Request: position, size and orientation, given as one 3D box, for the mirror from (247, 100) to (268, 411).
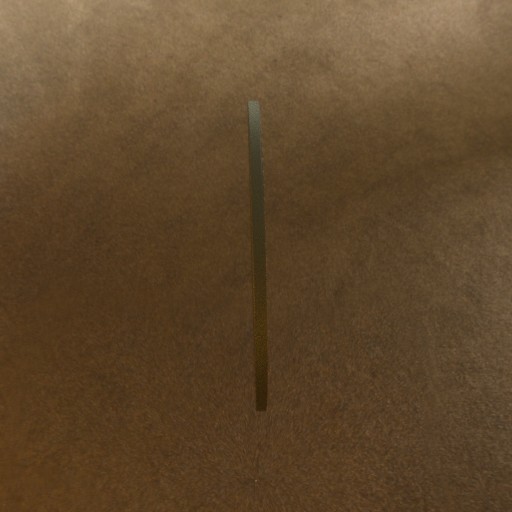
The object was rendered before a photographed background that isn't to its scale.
[{"bbox_3d":[0.000,0.000,1.629,0.036,1.077,1.077,-2,63,-1],"label":"mirror"}]
